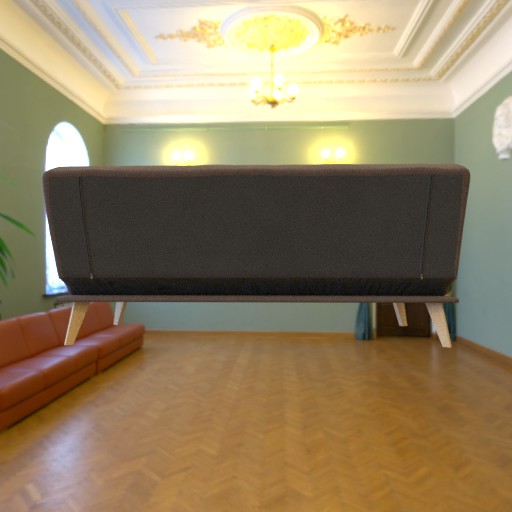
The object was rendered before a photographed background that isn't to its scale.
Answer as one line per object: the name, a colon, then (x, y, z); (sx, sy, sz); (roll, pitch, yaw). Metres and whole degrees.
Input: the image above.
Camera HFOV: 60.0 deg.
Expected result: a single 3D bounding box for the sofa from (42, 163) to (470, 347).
sofa: (0.000, 0.000, 2.261); (1.800, 0.810, 0.860); (0, -1, 2)
